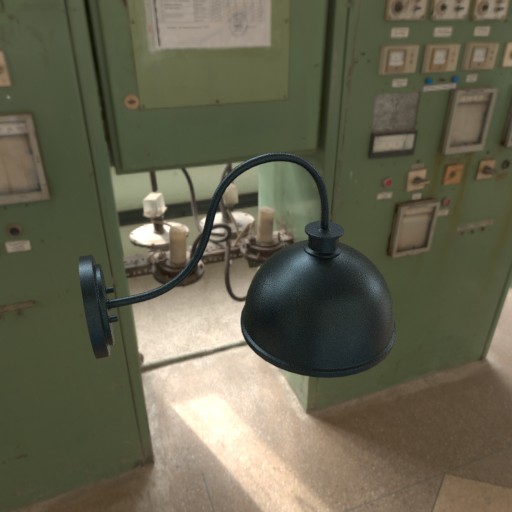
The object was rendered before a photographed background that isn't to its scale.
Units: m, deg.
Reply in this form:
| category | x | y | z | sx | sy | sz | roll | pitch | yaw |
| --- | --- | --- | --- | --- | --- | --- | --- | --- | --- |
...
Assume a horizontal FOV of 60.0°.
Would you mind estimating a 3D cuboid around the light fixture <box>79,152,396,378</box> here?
| category | x | y | z | sx | sy | sz | roll | pitch | yaw |
| --- | --- | --- | --- | --- | --- | --- | --- | --- | --- |
| light fixture | 0.000 | 0.000 | 0.634 | 0.467 | 0.295 | 0.253 | -10 | 31 | -17 |
